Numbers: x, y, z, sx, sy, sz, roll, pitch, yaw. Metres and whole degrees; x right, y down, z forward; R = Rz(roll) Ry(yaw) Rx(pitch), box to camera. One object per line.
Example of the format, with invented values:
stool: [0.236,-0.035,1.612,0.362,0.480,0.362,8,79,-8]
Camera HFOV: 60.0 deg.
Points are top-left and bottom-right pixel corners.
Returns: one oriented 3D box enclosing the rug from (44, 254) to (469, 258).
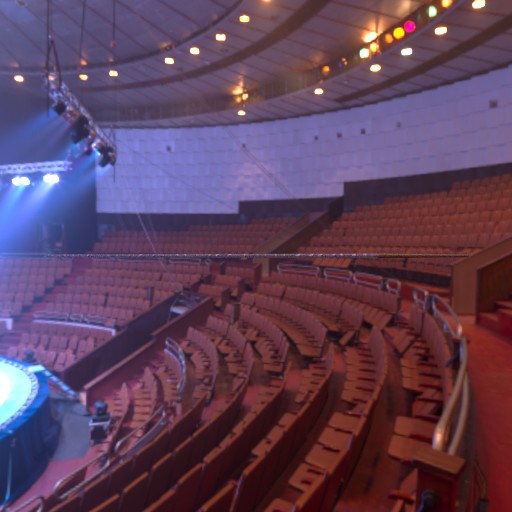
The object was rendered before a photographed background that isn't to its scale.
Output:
rug: [0.000,0.000,2.752,2.144,0.015,1.543,0,0,36]
